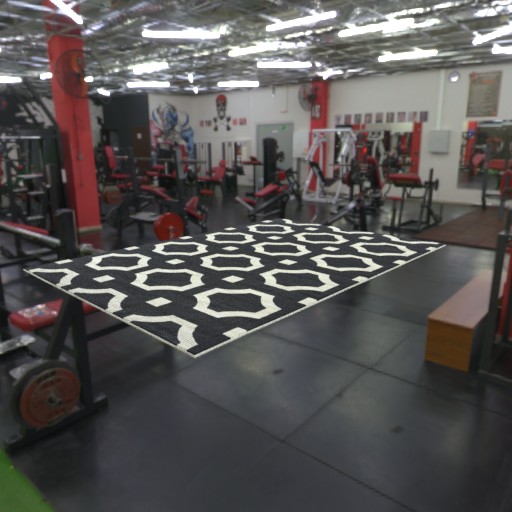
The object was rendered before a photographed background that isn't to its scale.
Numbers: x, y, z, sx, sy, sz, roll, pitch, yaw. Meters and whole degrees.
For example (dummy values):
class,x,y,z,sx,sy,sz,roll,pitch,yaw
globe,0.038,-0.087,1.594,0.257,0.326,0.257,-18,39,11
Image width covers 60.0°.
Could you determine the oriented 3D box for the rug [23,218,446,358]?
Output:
class,x,y,z,sx,sy,sz,roll,pitch,yaw
rug,0.000,0.000,2.856,1.555,0.016,2.286,14,20,41
